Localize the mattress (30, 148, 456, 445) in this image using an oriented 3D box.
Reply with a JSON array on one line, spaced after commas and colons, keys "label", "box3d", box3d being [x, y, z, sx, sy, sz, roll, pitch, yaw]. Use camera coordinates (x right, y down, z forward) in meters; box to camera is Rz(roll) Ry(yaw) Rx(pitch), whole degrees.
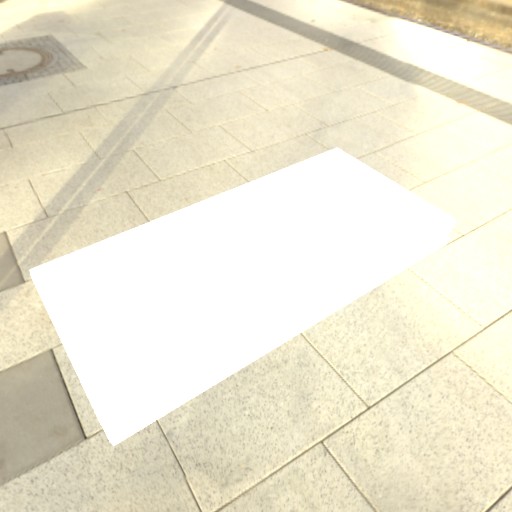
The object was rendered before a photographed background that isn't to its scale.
[{"label": "mattress", "box3d": [0.000, 0.000, 2.204, 1.900, 0.200, 0.900, -26, 49, -25]}]
